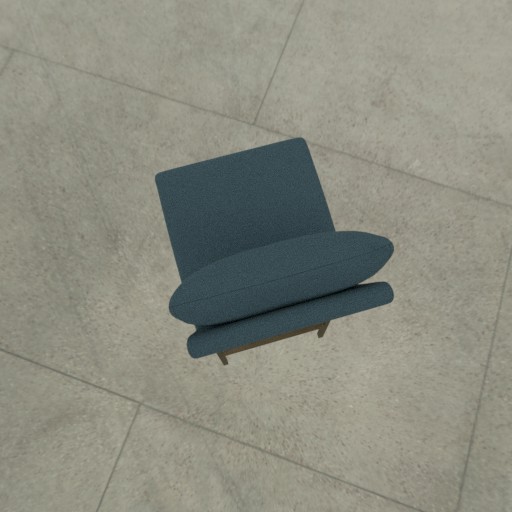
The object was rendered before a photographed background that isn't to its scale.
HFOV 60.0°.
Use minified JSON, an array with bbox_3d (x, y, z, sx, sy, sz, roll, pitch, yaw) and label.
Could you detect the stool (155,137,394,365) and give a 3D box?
[{"bbox_3d":[0.000,0.000,1.366,0.463,1.032,0.568,-15,75,-4],"label":"stool"}]
